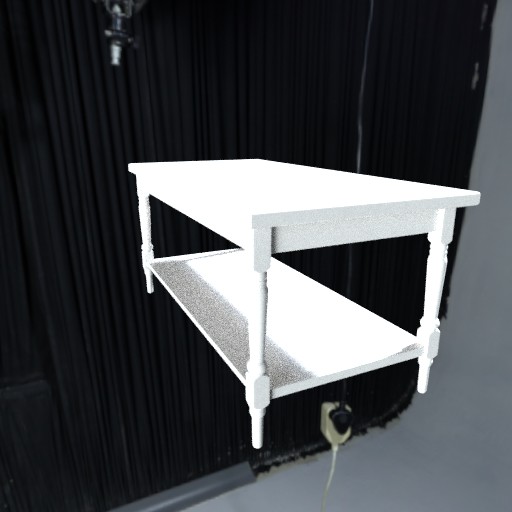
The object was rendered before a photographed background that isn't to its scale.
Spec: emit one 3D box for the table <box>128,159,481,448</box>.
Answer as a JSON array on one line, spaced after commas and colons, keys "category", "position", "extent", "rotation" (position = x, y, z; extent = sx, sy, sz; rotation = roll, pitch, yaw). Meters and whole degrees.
[{"category": "table", "position": [0.000, 0.000, 1.395], "extent": [0.550, 0.510, 1.107], "rotation": [-8, 18, -24]}]
